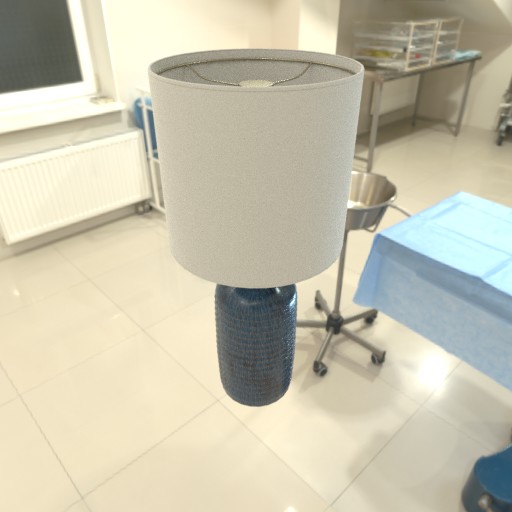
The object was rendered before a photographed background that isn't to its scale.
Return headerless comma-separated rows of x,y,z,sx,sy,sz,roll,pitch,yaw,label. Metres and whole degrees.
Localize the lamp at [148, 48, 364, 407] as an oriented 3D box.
0.000,0.000,0.589,0.220,0.475,0.220,-22,39,-30,lamp
